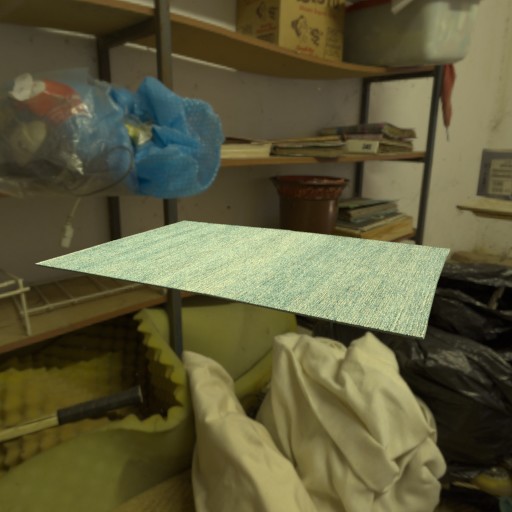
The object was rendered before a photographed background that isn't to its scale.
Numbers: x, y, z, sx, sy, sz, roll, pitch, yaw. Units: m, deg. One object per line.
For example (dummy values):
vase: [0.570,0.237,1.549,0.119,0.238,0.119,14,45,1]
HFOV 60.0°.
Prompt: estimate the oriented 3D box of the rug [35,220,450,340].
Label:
rug: [0.000,0.000,5.219,4.078,0.052,2.802,8,17,26]
